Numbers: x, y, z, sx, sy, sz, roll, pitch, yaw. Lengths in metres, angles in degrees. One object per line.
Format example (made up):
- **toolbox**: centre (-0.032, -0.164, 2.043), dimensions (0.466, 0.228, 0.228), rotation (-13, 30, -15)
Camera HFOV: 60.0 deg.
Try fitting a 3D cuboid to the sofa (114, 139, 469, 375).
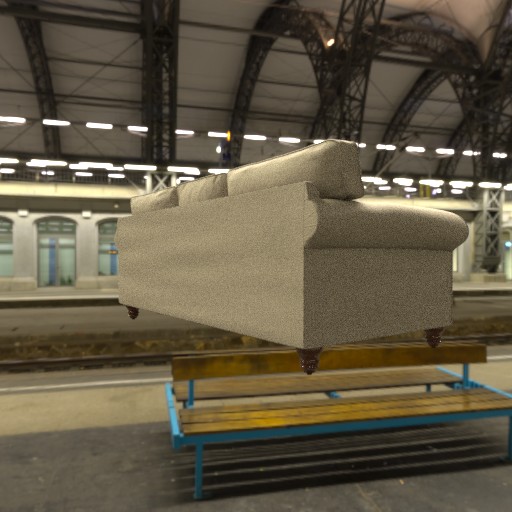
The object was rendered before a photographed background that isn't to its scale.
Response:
- **sofa**: centre (0.000, 0.000, 2.638), dimensions (0.998, 0.889, 2.118), rotation (0, 0, -36)
